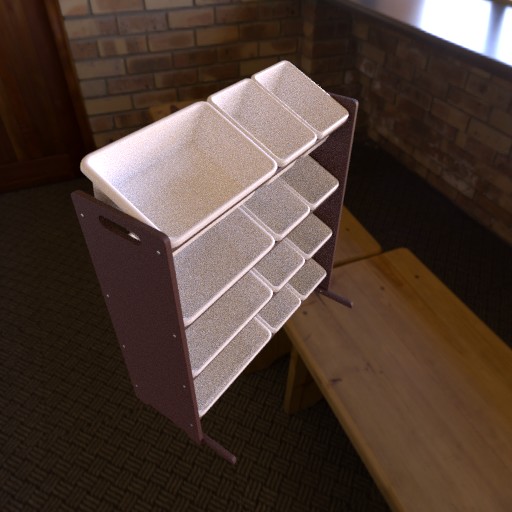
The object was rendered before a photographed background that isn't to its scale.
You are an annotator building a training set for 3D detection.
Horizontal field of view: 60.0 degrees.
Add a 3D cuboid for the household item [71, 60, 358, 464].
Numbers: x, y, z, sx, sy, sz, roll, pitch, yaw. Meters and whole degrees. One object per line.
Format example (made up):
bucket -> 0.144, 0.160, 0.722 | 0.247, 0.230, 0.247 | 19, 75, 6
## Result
household item -> 0.000, 0.000, 1.306 | 0.389, 0.864, 0.787 | 26, 47, 26
